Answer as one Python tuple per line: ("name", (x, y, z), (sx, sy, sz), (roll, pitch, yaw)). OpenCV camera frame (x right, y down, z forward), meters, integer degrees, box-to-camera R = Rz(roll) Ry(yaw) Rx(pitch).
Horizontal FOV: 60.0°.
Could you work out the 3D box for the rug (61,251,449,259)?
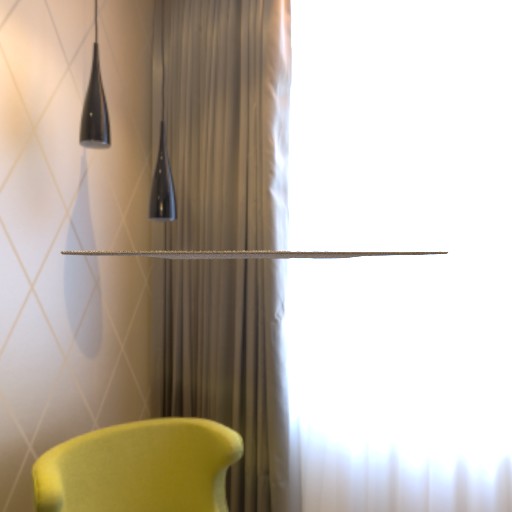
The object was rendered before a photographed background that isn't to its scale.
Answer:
("rug", (0.000, 0.000, 2.184), (1.149, 0.021, 1.773), (0, -1, 1))
